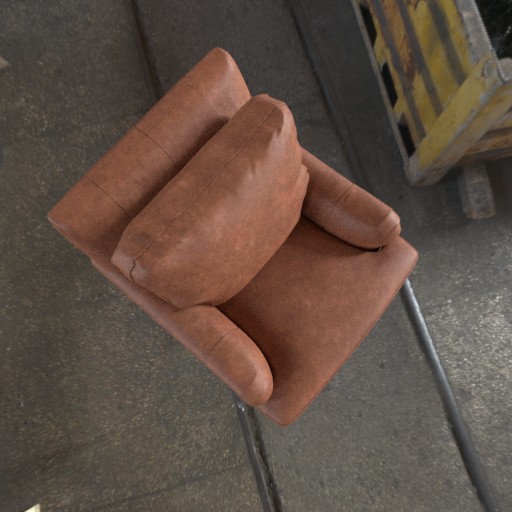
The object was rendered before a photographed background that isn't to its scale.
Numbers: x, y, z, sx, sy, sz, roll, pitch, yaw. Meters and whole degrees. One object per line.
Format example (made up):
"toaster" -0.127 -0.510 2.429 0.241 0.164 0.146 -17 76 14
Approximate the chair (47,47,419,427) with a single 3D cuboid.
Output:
"chair" 0.000 0.000 1.940 1.158 1.055 0.986 39 79 9
